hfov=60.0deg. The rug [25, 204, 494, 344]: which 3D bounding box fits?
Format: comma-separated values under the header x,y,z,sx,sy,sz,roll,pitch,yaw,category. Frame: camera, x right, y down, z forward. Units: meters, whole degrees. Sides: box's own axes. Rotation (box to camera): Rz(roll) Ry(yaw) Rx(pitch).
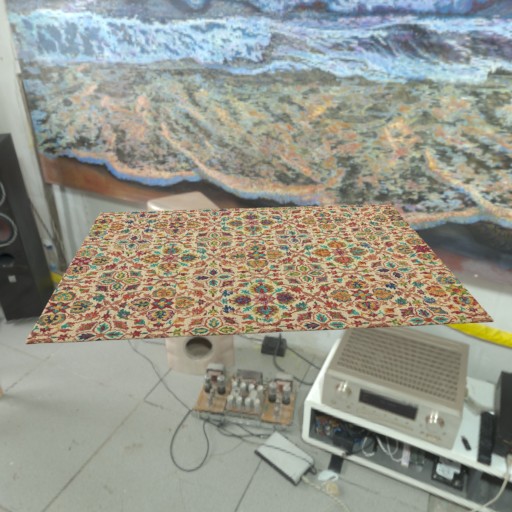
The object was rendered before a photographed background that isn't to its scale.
x,y,z,sx,sy,sz,roll,pitch,yaw,category
0.000,0.000,2.260,1.838,0.013,1.226,-2,29,-4,rug
